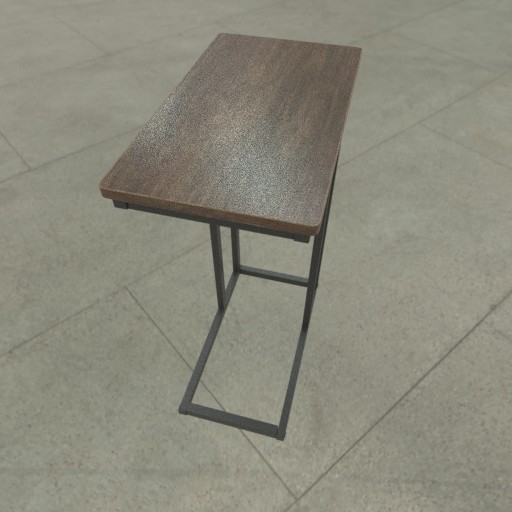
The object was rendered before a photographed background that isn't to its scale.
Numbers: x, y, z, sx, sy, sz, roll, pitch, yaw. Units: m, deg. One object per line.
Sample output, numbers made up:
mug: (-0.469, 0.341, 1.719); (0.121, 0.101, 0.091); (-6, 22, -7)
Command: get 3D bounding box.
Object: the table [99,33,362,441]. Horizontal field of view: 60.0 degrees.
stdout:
table: (0.000, 0.000, 0.858); (0.254, 0.637, 0.450); (11, 49, 10)
